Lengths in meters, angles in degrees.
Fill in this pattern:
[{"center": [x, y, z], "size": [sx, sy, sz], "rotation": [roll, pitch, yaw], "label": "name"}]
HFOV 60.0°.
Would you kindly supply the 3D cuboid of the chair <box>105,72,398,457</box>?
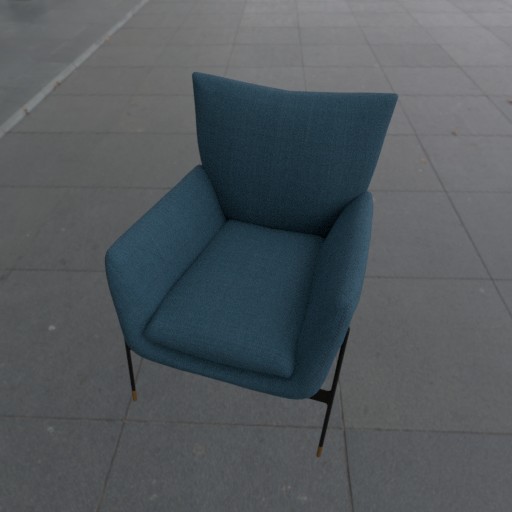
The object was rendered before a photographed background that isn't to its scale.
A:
[{"center": [0.000, 0.000, 1.411], "size": [0.678, 0.859, 0.769], "rotation": [12, 42, 13], "label": "chair"}]
